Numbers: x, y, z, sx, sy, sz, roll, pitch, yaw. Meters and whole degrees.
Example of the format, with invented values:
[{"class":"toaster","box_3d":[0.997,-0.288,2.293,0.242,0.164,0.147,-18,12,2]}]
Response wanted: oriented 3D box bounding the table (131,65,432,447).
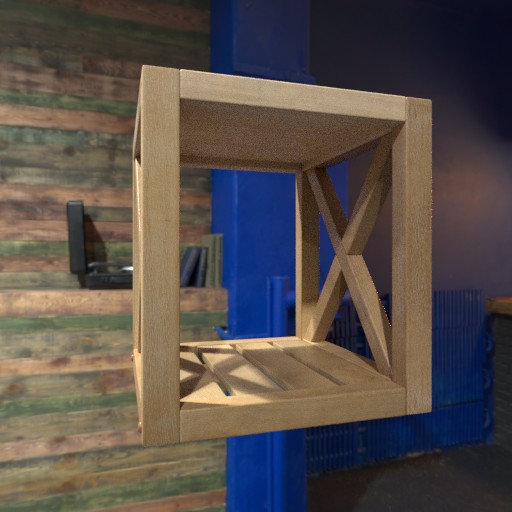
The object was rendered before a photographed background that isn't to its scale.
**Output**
[{"class":"table","box_3d":[0.000,0.000,1.048,0.558,0.610,0.559,0,0,-17]}]
